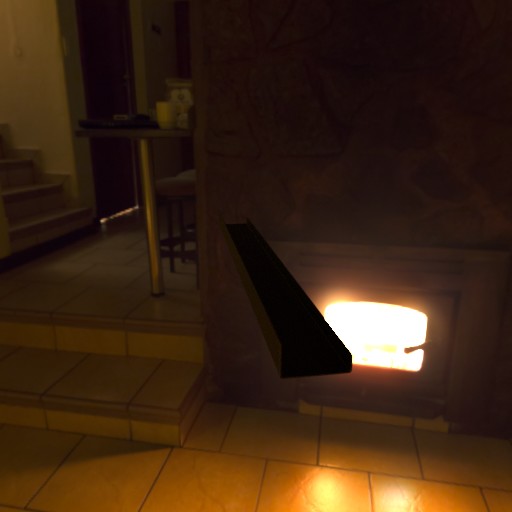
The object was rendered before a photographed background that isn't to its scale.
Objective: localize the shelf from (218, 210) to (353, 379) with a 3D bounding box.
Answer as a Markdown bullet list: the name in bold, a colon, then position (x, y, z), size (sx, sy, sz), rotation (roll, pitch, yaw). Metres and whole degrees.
- **shelf**: position (0.000, 0.000, 0.975), size (0.092, 0.049, 0.924), rotation (-3, 16, -9)
